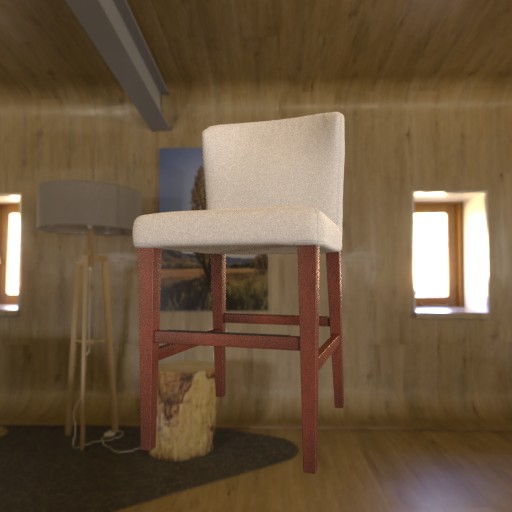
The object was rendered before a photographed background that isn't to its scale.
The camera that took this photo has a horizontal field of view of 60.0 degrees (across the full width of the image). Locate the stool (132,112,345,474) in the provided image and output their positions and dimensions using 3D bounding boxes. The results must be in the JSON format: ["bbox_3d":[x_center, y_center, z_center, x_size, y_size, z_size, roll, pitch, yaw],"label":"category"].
[{"bbox_3d":[0.000,0.000,1.286,0.479,0.968,0.568,-1,-2,18],"label":"stool"}]
